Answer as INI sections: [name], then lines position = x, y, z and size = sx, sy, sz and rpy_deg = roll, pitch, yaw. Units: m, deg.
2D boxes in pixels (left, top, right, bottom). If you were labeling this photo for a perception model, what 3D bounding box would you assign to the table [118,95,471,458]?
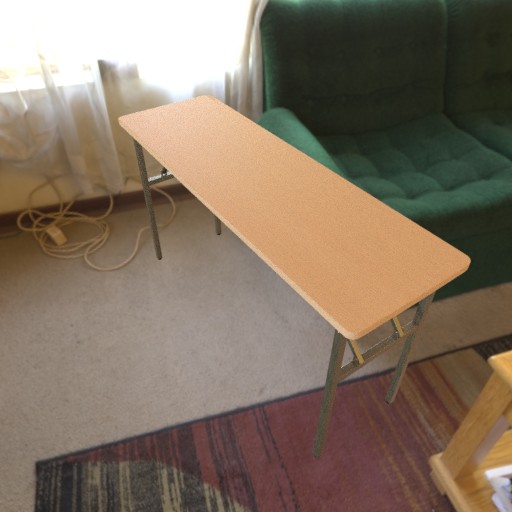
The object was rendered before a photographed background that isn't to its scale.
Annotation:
[table]
position = 0.000, 0.000, 1.755
size = 0.446, 0.750, 1.397
rpy_deg = -25, 47, -25
